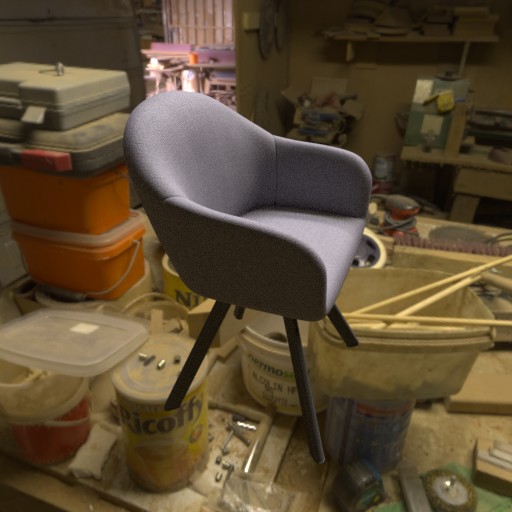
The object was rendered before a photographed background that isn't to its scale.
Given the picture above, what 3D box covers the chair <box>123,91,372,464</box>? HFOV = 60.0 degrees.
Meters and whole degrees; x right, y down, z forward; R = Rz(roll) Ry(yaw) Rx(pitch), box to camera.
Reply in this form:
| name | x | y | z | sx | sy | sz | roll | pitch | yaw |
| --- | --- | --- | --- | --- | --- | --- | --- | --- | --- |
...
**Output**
| name | x | y | z | sx | sy | sz | roll | pitch | yaw |
| --- | --- | --- | --- | --- | --- | --- | --- | --- | --- |
| chair | 0.000 | 0.000 | 1.173 | 0.550 | 0.795 | 0.590 | 11 | 31 | 19 |
